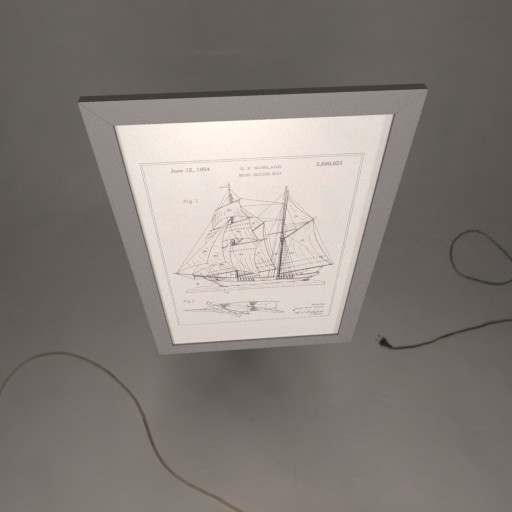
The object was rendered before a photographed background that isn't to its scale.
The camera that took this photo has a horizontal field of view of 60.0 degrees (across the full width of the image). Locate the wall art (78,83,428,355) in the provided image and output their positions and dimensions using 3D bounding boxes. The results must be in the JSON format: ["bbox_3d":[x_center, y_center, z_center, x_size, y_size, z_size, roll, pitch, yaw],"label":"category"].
[{"bbox_3d":[0.000,0.000,0.681,0.380,0.534,0.013,-3,48,-3],"label":"wall art"}]
